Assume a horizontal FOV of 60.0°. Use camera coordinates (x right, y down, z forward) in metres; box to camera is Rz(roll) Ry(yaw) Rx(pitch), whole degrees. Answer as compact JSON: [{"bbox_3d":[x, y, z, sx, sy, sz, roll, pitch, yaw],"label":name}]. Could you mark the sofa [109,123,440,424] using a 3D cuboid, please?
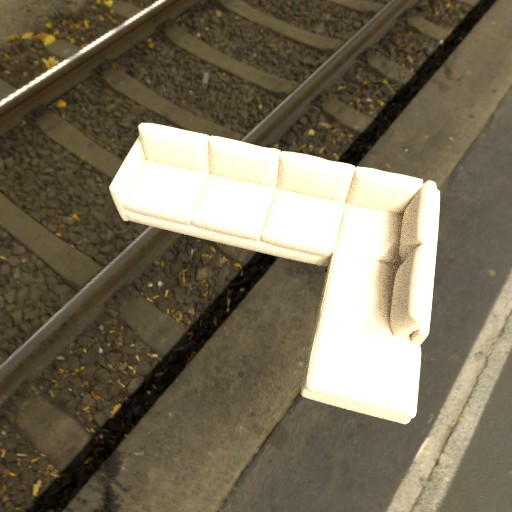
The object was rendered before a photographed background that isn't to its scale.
[{"bbox_3d":[0.000,0.000,3.857,2.949,0.815,2.007,14,59,8],"label":"sofa"}]
